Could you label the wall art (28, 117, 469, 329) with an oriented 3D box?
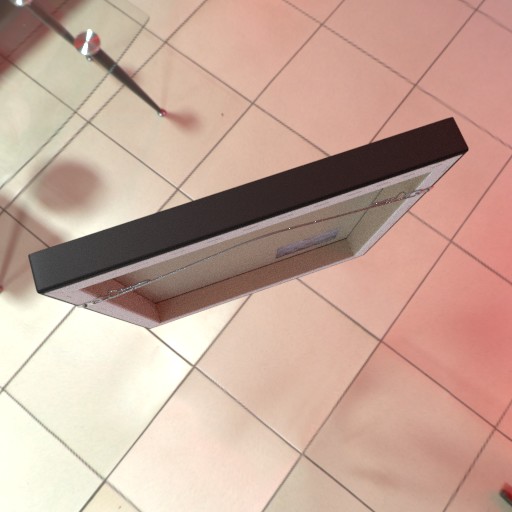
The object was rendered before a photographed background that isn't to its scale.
[{"bbox_3d":[0.000,0.000,0.591,0.406,0.407,0.041,-19,77,-4],"label":"wall art"}]
